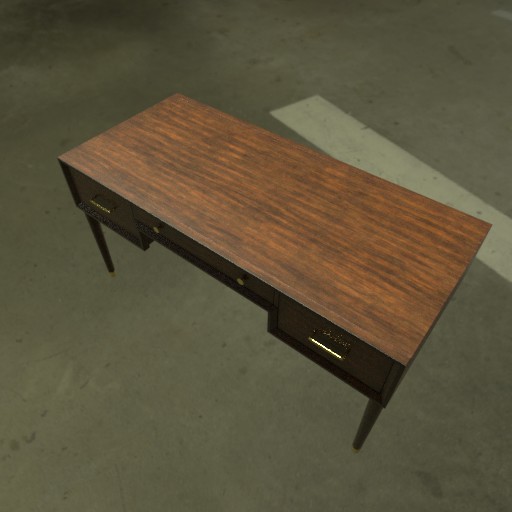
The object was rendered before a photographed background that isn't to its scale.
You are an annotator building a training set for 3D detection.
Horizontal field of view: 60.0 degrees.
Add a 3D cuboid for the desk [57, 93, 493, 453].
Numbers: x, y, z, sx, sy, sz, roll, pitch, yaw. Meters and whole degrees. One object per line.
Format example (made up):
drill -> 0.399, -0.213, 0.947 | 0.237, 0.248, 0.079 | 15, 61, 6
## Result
desk -> 0.000, 0.000, 1.994 | 1.575, 0.762, 0.724 | 30, 54, 25
